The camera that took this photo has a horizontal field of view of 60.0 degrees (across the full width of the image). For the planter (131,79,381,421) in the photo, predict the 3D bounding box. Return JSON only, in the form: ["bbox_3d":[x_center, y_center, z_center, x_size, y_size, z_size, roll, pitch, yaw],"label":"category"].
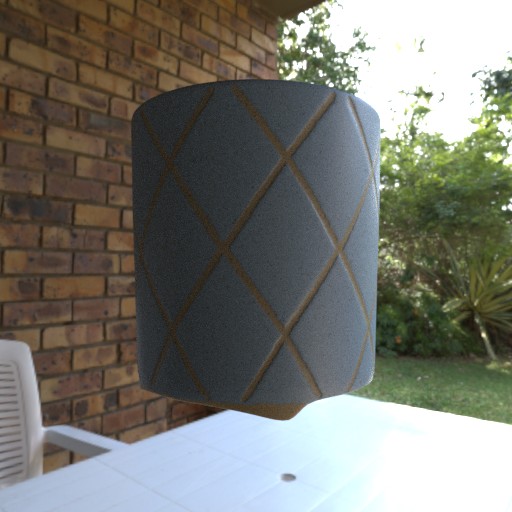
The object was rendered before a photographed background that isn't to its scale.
[{"bbox_3d":[0.000,0.000,0.348,0.191,0.200,0.191,0,-2,0],"label":"planter"}]
